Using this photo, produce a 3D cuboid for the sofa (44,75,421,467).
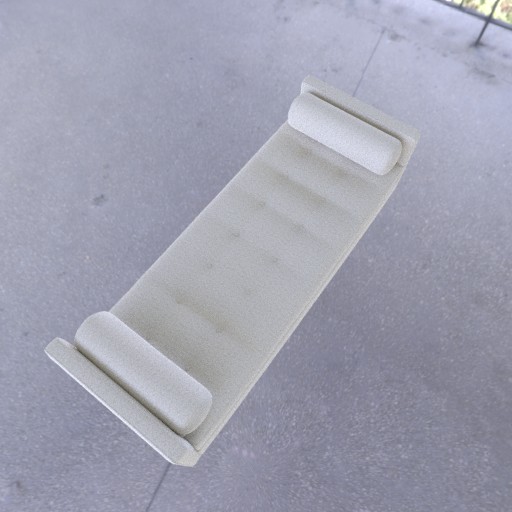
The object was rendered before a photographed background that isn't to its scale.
[{"bbox_3d":[0.000,0.000,2.340,0.746,0.641,1.985,34,68,15],"label":"sofa"}]
